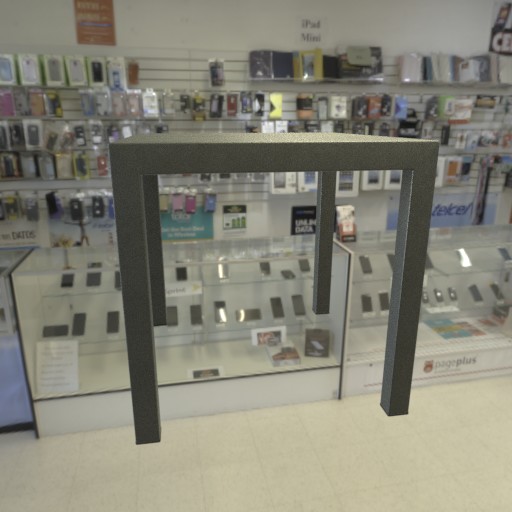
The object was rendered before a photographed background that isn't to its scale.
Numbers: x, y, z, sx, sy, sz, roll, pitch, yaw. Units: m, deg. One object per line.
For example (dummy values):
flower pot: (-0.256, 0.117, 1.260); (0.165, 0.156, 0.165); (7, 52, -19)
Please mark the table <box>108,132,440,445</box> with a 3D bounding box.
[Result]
table: (0.000, 0.000, 0.973); (0.508, 0.508, 0.508); (-3, 17, -9)
